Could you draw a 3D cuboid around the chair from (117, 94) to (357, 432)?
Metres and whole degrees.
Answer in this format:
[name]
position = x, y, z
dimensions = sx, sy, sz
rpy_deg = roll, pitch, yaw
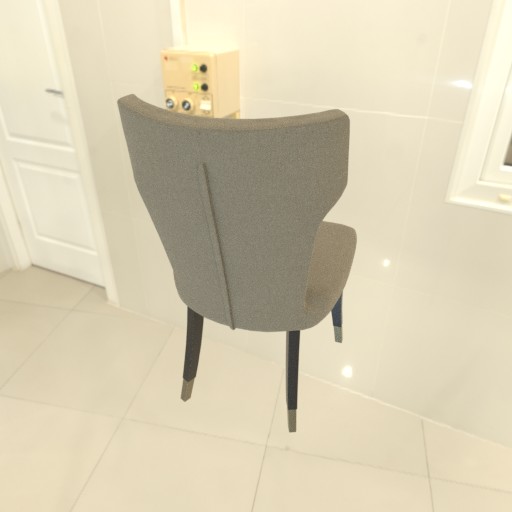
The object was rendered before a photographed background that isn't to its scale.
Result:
[chair]
position = 0.000, 0.000, 1.301
dimensions = 0.526, 0.955, 0.630
rpy_deg = 10, 33, 16
